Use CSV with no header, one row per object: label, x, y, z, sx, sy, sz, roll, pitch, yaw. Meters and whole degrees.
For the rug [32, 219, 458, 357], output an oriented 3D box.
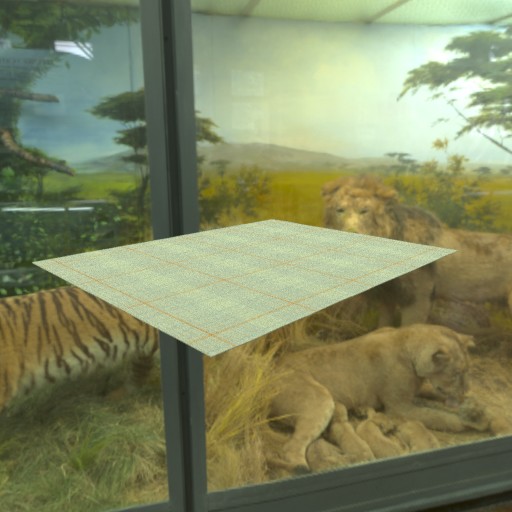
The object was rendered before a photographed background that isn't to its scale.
rug,0.000,0.000,4.047,3.051,0.021,2.448,-14,20,-43
